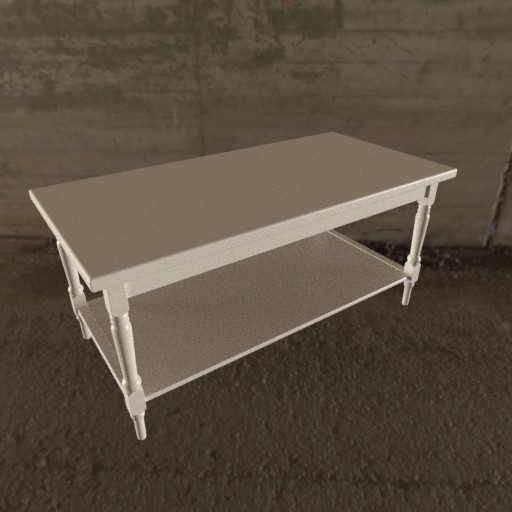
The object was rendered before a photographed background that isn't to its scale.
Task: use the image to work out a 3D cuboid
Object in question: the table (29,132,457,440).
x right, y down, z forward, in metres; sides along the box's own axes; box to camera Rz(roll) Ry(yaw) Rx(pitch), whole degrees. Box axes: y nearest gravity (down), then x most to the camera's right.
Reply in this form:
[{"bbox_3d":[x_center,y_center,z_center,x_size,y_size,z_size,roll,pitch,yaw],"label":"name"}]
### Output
[{"bbox_3d":[0.000,0.000,1.393,1.107,0.510,0.550,-19,35,-30],"label":"table"}]
